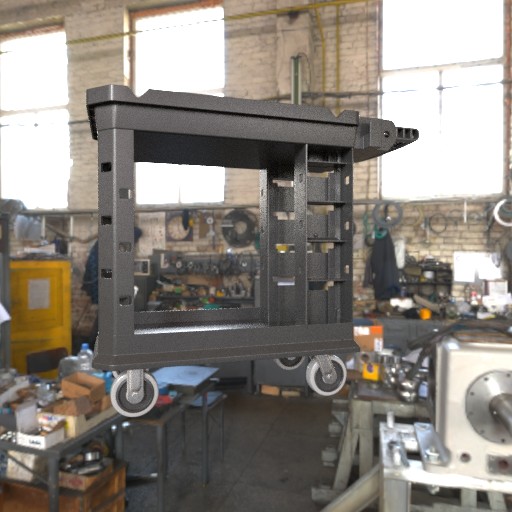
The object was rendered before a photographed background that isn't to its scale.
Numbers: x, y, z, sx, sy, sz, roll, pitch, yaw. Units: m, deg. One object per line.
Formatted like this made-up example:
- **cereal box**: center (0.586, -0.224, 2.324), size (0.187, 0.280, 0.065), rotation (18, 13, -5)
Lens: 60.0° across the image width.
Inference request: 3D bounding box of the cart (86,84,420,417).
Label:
- **cart**: center (0.000, 0.000, 1.511), size (1.061, 0.884, 0.497), rotation (0, 1, -18)
